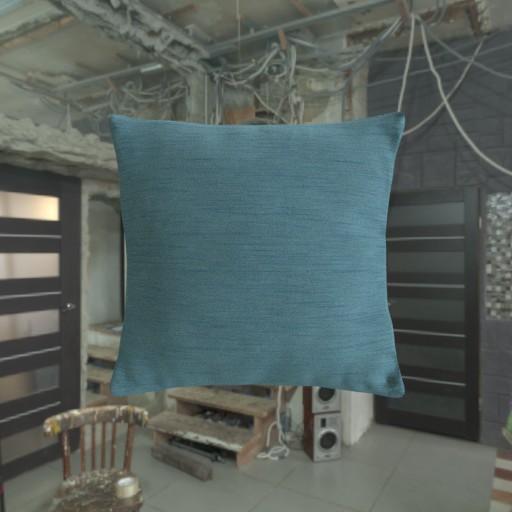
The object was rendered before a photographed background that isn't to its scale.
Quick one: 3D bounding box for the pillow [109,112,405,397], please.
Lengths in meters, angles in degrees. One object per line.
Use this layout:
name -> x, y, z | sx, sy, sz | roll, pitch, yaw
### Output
pillow -> 0.000, 0.000, 0.641 | 0.433, 0.415, 0.151 | 0, 0, 1
